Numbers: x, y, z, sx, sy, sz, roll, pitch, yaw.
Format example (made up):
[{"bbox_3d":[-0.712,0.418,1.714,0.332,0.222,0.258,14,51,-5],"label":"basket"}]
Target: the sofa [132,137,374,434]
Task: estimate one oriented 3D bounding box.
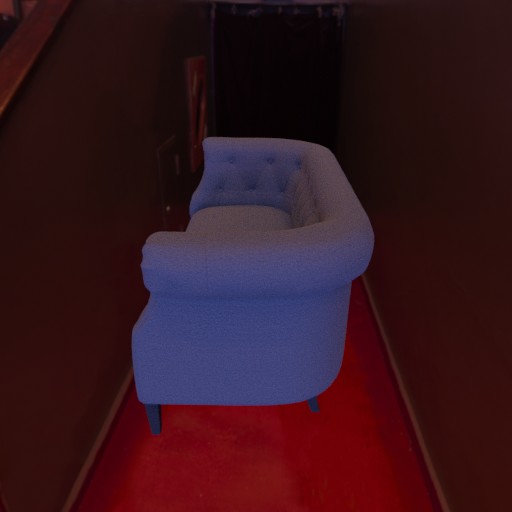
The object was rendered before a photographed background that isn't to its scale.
[{"bbox_3d":[0.000,0.000,2.096,0.835,0.827,1.558,1,27,1],"label":"sofa"}]
